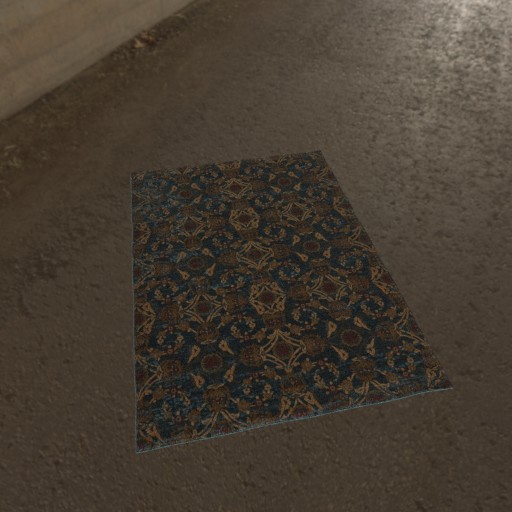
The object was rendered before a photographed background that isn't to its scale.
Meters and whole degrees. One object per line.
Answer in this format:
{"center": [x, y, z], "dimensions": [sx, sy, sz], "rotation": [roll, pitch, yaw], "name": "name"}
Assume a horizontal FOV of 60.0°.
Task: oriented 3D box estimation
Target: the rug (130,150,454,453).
{"center": [0.000, 0.000, 4.268], "dimensions": [2.337, 0.013, 3.291], "rotation": [-9, 46, -8], "name": "rug"}
